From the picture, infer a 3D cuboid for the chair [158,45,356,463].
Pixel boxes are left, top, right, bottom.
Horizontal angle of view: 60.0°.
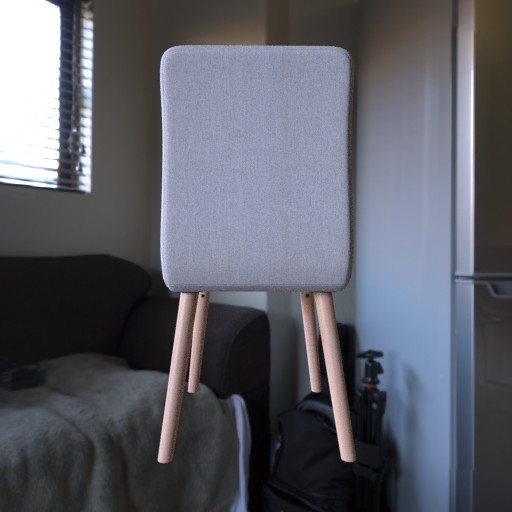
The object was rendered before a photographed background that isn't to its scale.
[{"bbox_3d":[0.000,0.000,1.185,0.435,0.885,0.550,0,1,-1],"label":"chair"}]
